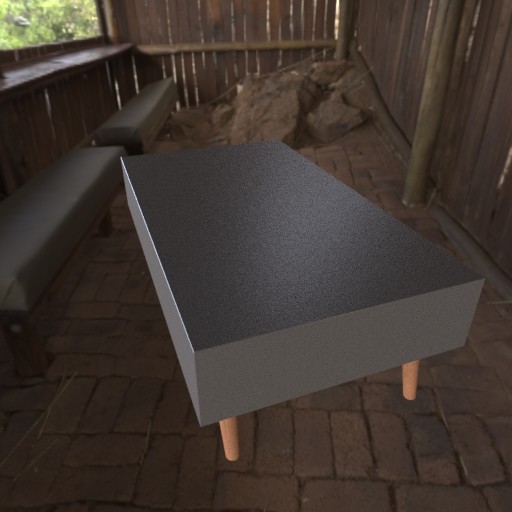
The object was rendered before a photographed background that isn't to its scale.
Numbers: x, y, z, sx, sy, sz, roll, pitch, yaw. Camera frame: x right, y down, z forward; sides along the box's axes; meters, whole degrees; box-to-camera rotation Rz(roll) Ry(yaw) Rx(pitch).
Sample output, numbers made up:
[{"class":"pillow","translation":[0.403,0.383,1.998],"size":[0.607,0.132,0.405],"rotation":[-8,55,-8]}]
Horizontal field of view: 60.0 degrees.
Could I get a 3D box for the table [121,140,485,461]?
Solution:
[{"class":"table","translation":[0.000,0.000,1.504],"size":[0.703,0.404,1.201],"rotation":[-11,32,-18]}]
